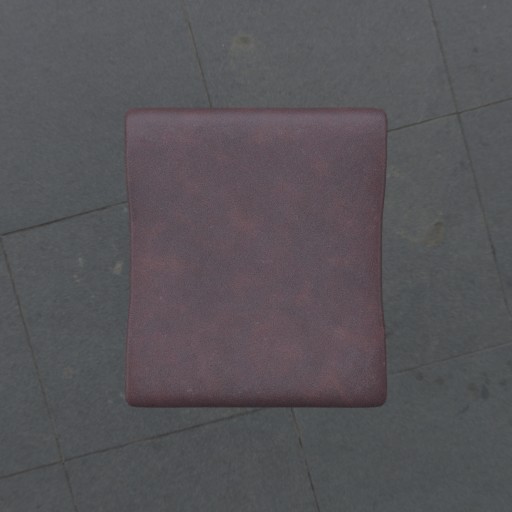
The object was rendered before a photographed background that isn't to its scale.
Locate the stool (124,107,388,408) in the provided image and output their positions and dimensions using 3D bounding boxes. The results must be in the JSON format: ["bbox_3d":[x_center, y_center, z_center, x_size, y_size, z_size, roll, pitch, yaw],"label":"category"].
[{"bbox_3d":[0.000,0.000,1.038,0.401,0.769,0.465,0,90,0],"label":"stool"}]
